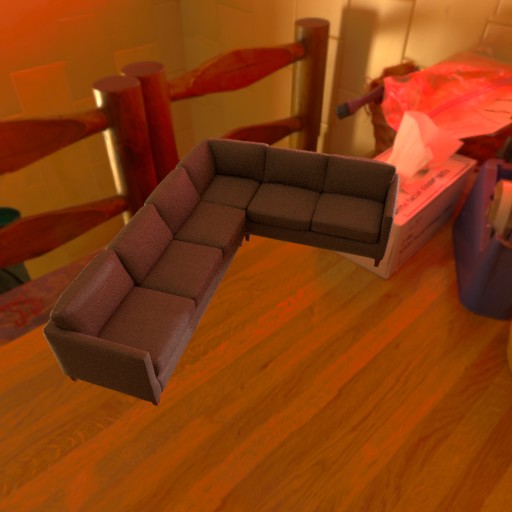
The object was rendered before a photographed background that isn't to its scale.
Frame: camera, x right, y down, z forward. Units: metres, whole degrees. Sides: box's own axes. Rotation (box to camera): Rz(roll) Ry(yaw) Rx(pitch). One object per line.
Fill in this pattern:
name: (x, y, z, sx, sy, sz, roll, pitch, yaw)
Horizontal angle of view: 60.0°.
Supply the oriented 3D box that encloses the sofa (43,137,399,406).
sofa: (0.000, 0.000, 4.516, 2.593, 0.947, 3.302, 12, 43, 13)
